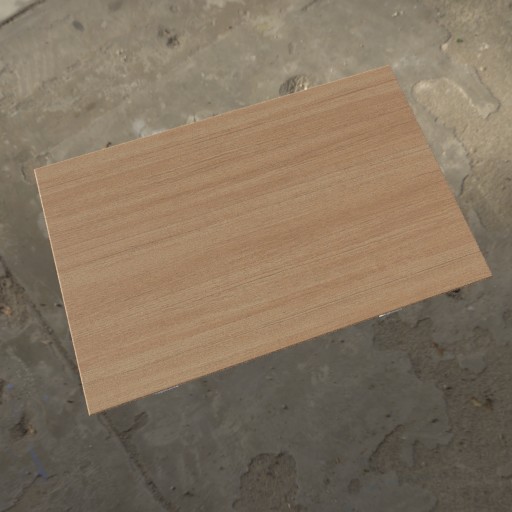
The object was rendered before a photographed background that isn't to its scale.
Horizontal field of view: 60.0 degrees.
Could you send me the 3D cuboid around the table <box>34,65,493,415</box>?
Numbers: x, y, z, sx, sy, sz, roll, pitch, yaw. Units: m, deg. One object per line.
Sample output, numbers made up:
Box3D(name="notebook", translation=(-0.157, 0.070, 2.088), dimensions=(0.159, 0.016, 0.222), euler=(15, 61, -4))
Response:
Box3D(name="table", translation=(0.000, 0.000, 1.576), dimensions=(1.100, 0.734, 0.700), euler=(-18, 75, -5))
